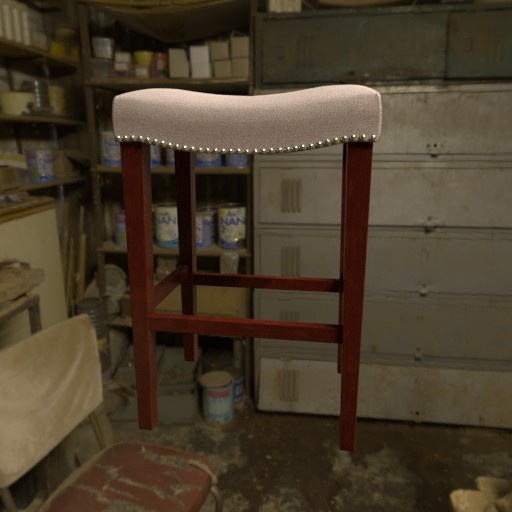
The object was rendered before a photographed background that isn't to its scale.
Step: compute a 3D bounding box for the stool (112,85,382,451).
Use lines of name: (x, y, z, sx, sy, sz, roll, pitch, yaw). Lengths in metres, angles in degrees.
stool: (0.000, 0.000, 1.051, 0.504, 0.742, 0.372, 2, 15, 9)
